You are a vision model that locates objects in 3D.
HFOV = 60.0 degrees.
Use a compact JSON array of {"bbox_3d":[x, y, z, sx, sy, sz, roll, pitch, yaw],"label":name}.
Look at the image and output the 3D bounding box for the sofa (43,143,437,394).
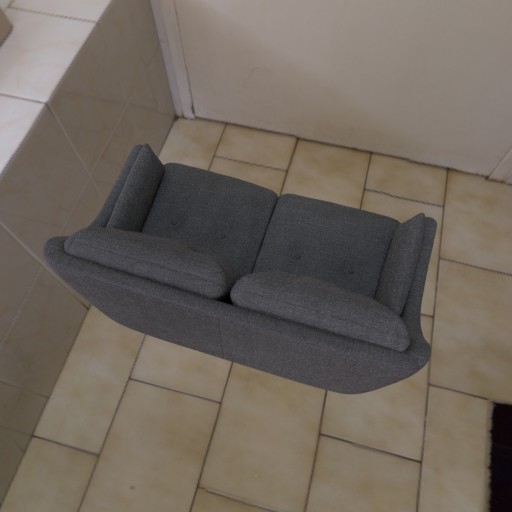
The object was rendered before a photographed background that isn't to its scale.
[{"bbox_3d":[0.000,0.000,2.227,1.646,0.887,0.976,15,65,8],"label":"sofa"}]
